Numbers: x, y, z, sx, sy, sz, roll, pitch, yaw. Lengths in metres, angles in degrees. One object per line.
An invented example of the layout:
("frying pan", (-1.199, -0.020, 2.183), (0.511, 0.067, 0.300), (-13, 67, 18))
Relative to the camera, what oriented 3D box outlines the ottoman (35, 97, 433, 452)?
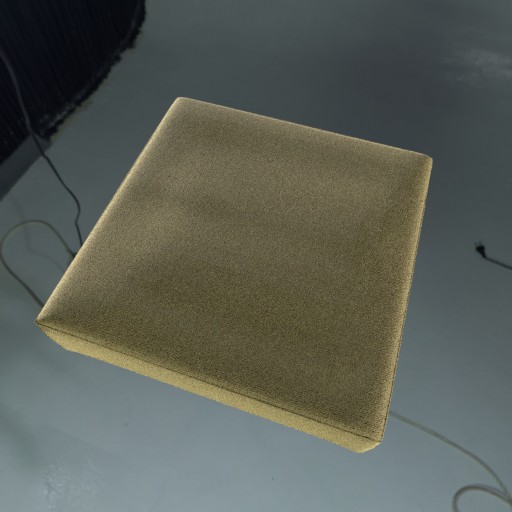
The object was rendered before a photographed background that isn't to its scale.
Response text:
("ottoman", (0.000, 0.000, 1.494), (0.970, 0.378, 0.981), (16, 61, 9))
